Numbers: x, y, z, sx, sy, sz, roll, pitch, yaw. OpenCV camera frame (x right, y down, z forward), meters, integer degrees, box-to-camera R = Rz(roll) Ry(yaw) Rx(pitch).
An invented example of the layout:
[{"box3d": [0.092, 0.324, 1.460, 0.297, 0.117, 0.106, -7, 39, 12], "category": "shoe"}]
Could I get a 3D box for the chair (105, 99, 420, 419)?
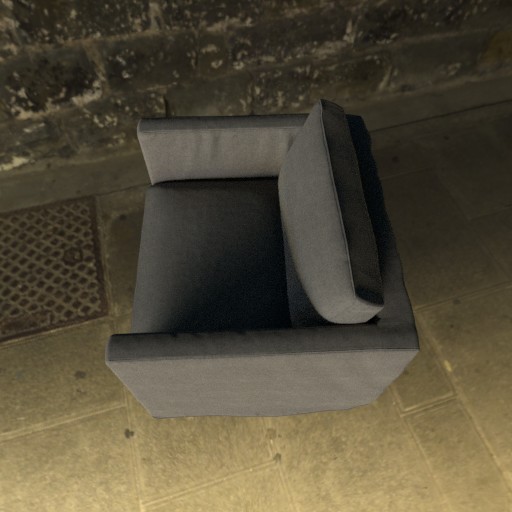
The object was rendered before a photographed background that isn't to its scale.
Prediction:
[{"box3d": [0.000, 0.000, 1.767, 0.949, 0.863, 1.057, -2, 58, -1], "category": "chair"}]
